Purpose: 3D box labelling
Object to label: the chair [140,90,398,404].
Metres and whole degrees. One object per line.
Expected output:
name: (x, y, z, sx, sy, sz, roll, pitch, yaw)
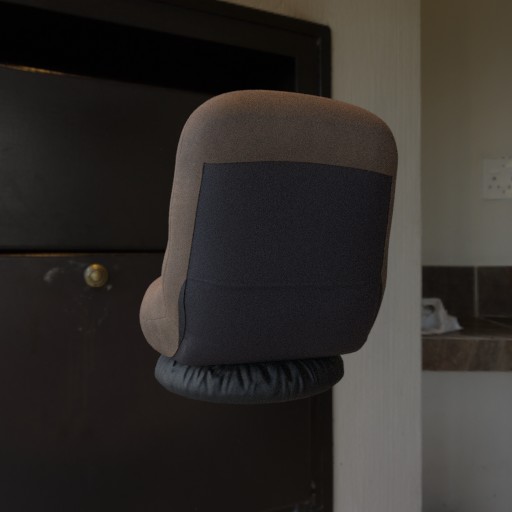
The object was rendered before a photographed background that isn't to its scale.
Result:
chair: (0.000, 0.000, 1.039, 0.521, 0.594, 0.597, 0, 0, -18)
